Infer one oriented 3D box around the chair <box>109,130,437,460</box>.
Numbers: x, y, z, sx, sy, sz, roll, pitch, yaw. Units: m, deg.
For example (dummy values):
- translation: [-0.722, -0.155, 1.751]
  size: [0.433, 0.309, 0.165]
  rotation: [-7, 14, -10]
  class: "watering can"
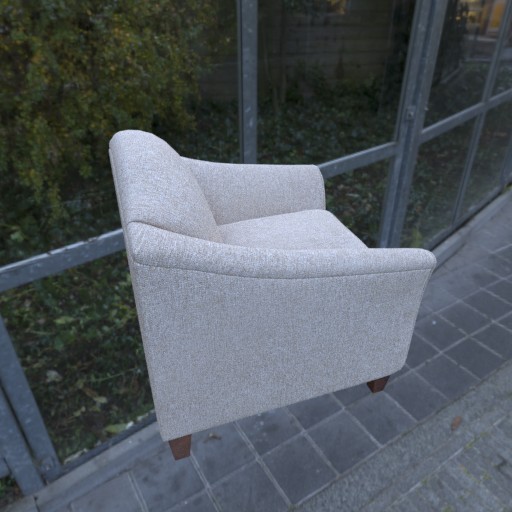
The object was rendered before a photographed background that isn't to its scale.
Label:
- translation: [0.000, 0.000, 1.435]
  size: [0.787, 0.839, 0.763]
  rotation: [-10, 33, -16]
  class: "chair"
